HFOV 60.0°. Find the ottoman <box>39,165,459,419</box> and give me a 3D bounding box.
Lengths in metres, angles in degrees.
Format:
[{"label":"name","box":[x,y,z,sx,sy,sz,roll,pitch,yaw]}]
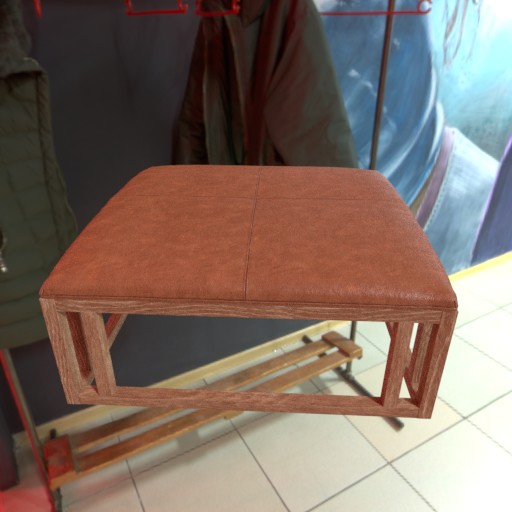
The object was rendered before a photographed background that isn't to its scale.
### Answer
[{"label":"ottoman","box":[0.000,0.000,1.569,1.016,0.442,1.013,1,28,3]}]
